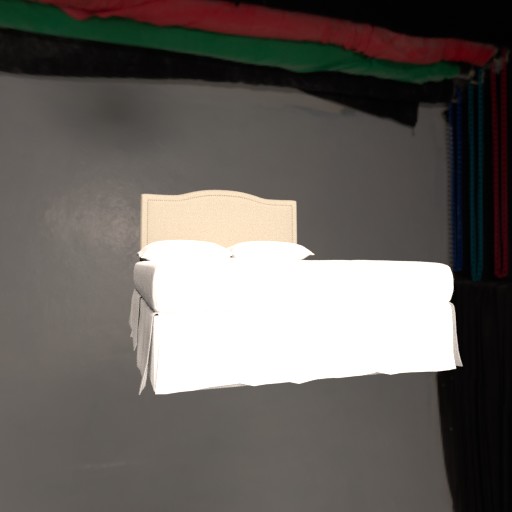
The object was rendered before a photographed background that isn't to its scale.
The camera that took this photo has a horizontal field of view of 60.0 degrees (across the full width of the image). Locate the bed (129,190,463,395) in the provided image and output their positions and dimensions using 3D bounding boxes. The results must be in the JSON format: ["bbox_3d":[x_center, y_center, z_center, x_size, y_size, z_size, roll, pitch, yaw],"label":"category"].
[{"bbox_3d":[0.000,0.000,3.627,1.977,1.437,2.477,0,-1,-18],"label":"bed"}]
